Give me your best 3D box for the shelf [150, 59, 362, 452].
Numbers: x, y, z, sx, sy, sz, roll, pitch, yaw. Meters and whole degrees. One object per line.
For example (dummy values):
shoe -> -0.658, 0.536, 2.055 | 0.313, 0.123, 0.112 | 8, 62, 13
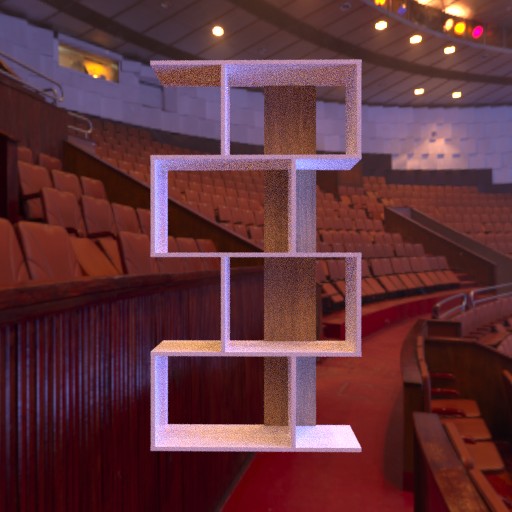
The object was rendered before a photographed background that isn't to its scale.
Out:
shelf -> 0.000, 0.000, 1.994 | 0.890, 1.650, 0.250 | 0, 0, 1
